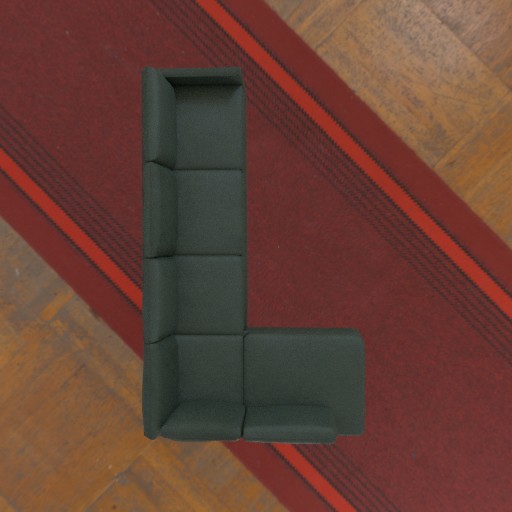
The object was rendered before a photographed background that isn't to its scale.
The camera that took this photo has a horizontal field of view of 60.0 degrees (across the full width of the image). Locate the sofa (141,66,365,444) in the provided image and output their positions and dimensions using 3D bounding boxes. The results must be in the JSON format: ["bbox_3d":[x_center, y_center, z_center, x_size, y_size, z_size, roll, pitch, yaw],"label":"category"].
[{"bbox_3d":[0.000,0.000,4.205,2.048,0.996,3.384,0,91,3],"label":"sofa"}]
